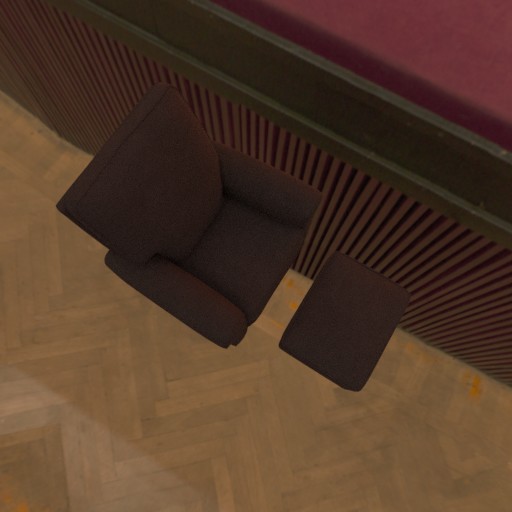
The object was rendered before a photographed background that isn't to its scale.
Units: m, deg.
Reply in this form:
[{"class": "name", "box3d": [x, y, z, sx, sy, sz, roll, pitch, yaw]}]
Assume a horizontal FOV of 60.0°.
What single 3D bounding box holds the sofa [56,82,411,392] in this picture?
[{"class": "sofa", "box3d": [0.000, 0.000, 2.073, 1.478, 0.959, 0.880, 31, 76, 8]}]
